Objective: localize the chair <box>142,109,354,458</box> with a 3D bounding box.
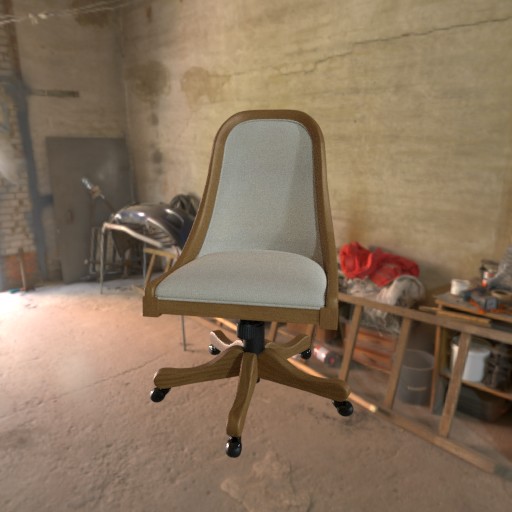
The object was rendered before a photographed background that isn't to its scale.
[{"bbox_3d":[0.000,0.000,1.529,0.702,1.009,0.811,3,15,10],"label":"chair"}]
